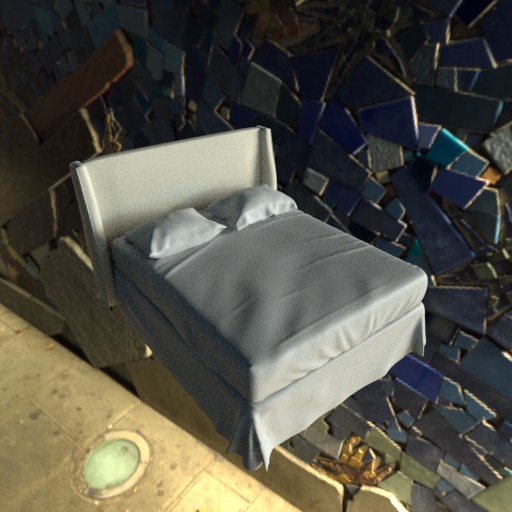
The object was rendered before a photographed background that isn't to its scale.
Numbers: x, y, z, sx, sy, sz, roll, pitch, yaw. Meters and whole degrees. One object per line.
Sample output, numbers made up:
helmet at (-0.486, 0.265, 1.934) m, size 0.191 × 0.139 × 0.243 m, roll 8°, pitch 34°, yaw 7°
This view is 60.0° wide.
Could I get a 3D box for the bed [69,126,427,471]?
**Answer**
bed at (0.000, 0.000, 3.462) m, size 1.925 × 1.332 × 2.276 m, roll -21°, pitch 36°, yaw -32°
